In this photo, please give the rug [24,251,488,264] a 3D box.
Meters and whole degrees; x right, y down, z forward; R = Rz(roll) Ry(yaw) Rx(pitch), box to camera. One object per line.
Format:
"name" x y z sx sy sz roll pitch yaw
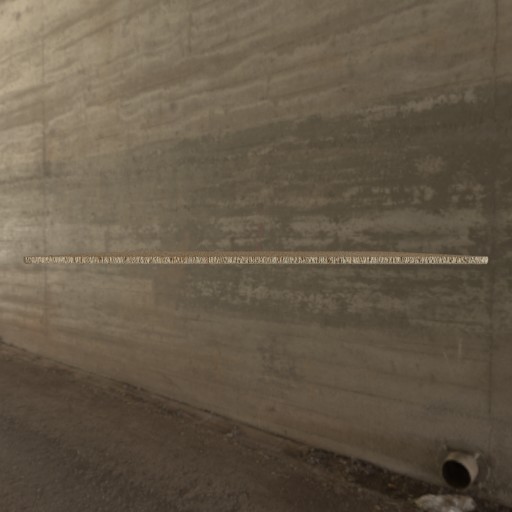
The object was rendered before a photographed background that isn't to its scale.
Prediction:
"rug" 0.000 0.000 2.099 1.600 0.025 1.199 0 1 0
